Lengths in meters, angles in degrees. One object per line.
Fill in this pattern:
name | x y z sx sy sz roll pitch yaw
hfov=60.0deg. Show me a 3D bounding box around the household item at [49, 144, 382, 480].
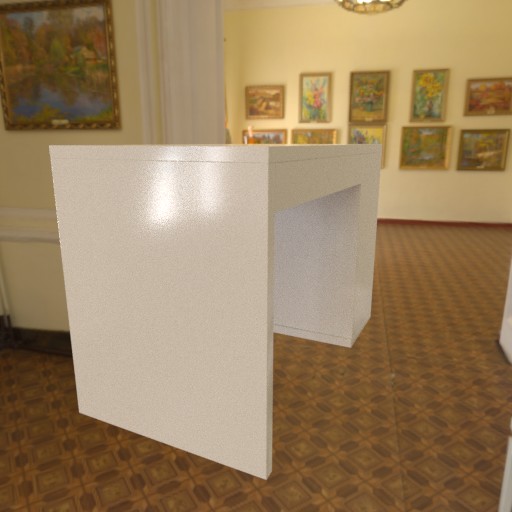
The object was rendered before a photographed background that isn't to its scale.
household item | 0.000 0.000 1.536 0.597 0.749 1.100 7 16 25
